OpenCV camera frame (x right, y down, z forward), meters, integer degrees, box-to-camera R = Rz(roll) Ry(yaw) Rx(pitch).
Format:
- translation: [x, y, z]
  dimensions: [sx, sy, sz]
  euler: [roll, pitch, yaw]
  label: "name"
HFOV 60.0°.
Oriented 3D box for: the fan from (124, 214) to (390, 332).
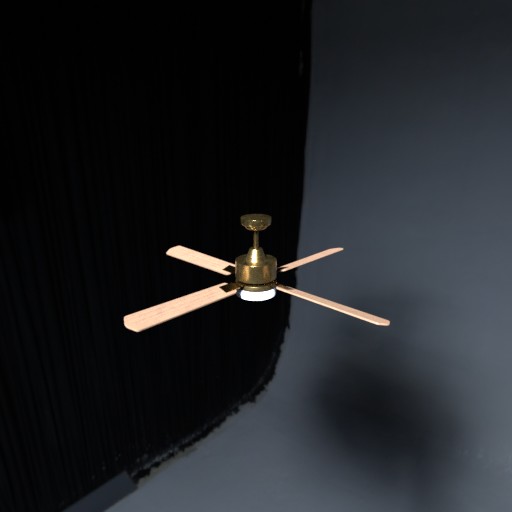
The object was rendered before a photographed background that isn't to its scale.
- translation: [0.000, 0.000, 1.986]
  dimensions: [1.320, 0.355, 1.320]
  euler: [17, 24, 42]
  label: "fan"
